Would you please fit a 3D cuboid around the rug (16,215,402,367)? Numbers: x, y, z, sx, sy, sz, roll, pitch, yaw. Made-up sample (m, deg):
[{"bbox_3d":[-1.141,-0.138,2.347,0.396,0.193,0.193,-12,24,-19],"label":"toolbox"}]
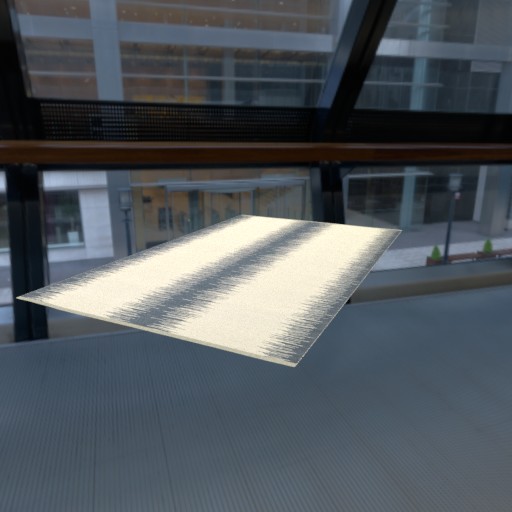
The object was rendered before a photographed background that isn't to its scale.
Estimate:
[{"bbox_3d":[0.000,0.000,2.977,1.519,0.003,2.453,8,18,25],"label":"rug"}]
